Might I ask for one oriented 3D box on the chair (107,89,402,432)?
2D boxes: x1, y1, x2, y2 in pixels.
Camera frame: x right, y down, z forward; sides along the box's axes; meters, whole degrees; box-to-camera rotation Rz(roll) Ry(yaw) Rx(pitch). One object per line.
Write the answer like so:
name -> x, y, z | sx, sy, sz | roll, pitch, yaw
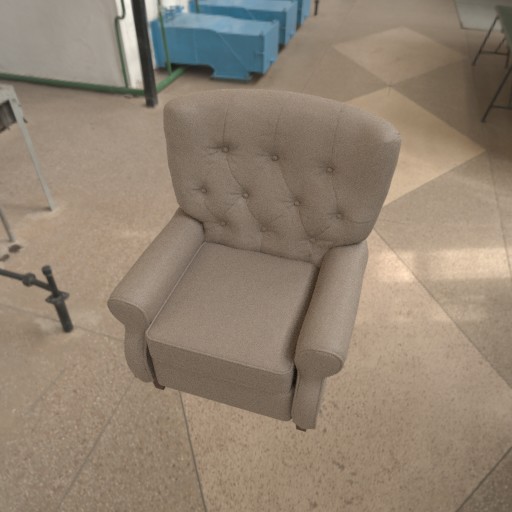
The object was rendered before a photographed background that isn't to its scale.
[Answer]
chair -> 0.000, 0.000, 1.935 | 0.999, 1.138, 1.041 | 12, 43, 13
